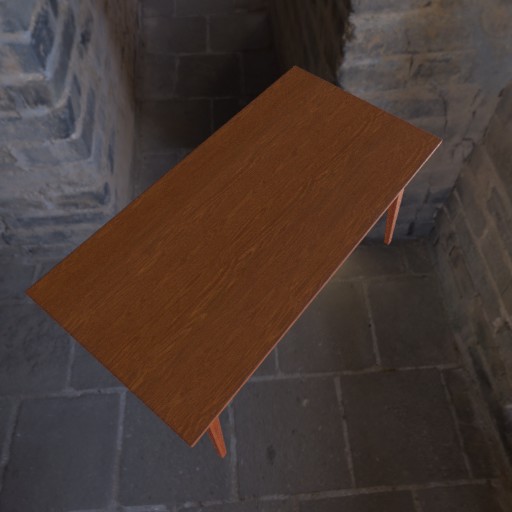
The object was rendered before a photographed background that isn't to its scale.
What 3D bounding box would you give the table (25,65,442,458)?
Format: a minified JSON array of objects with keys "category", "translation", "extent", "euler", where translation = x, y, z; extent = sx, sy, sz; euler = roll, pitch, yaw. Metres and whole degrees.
[{"category":"table","translation":[0.000,0.000,2.081],"extent":[0.811,0.755,1.609],"euler":[35,65,19]}]
